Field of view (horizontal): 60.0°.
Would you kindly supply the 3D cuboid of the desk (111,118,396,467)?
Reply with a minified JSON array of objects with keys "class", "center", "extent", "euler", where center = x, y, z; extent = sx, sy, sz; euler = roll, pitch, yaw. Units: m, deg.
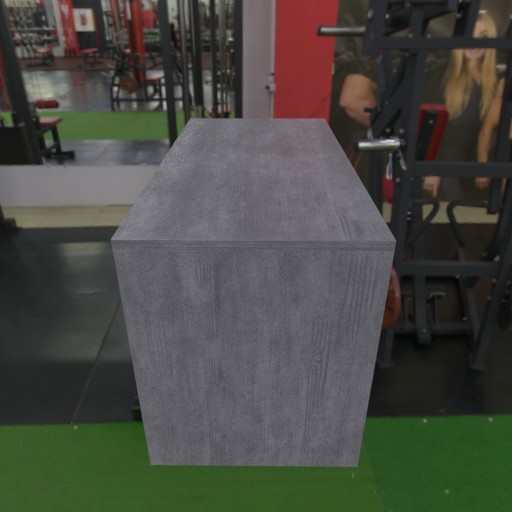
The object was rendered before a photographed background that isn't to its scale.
[{"class":"desk","center":[0.000,0.000,1.634],"extent":[0.600,0.740,1.200],"euler":[0,29,1]}]
